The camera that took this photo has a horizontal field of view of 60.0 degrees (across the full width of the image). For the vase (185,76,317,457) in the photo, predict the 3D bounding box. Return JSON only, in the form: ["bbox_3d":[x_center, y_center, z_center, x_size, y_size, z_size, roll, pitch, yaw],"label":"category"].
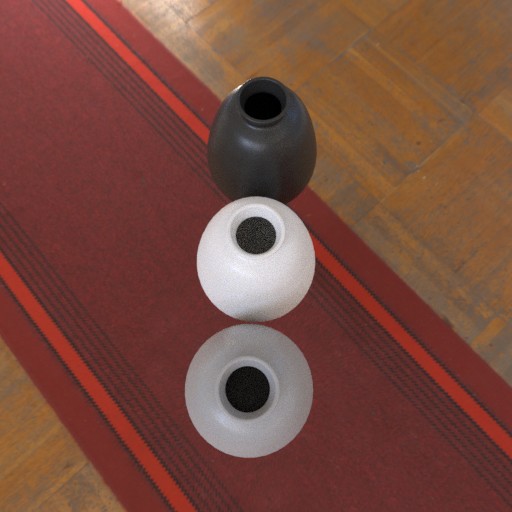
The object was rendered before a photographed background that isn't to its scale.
[{"bbox_3d":[0.000,0.000,0.350,0.097,0.122,0.297,3,74,1],"label":"vase"}]
